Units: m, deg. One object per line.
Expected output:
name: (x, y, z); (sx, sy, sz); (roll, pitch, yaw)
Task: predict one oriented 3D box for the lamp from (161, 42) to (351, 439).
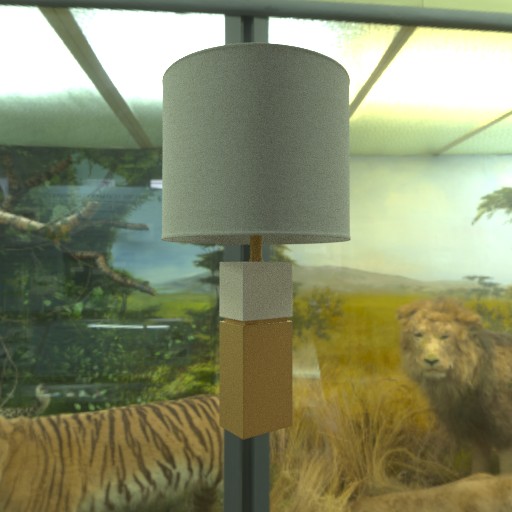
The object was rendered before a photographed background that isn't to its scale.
lamp: (0.000, 0.000, 0.547); (0.229, 0.417, 0.229); (1, -1, -36)
